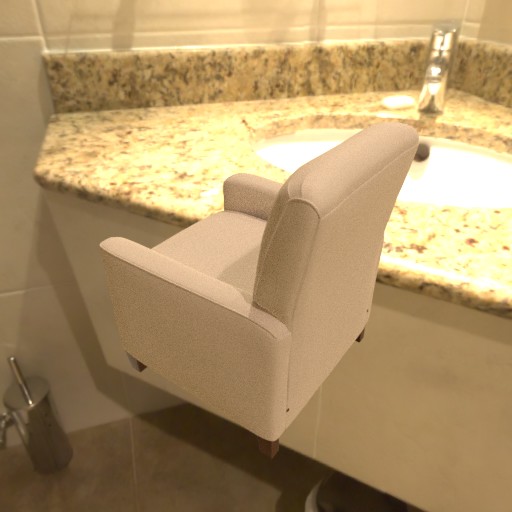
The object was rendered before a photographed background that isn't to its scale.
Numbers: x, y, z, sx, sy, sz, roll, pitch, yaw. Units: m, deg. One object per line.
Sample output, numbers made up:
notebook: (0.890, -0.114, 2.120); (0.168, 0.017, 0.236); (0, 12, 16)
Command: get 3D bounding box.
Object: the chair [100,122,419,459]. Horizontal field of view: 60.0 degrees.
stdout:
chair: (0.000, 0.000, 1.674); (0.858, 1.028, 0.841); (22, 39, 29)
